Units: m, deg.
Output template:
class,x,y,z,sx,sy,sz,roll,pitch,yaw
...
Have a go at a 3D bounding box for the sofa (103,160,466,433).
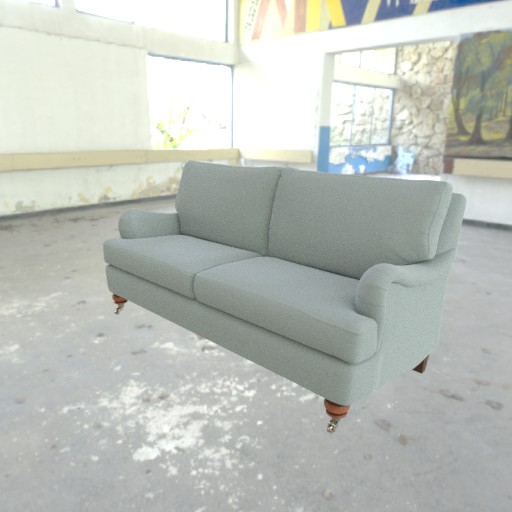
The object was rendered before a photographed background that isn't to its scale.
class,x,y,z,sx,sy,sz,roll,pitch,yaw
sofa,0.000,0.000,2.832,2.193,1.096,1.069,15,21,42
